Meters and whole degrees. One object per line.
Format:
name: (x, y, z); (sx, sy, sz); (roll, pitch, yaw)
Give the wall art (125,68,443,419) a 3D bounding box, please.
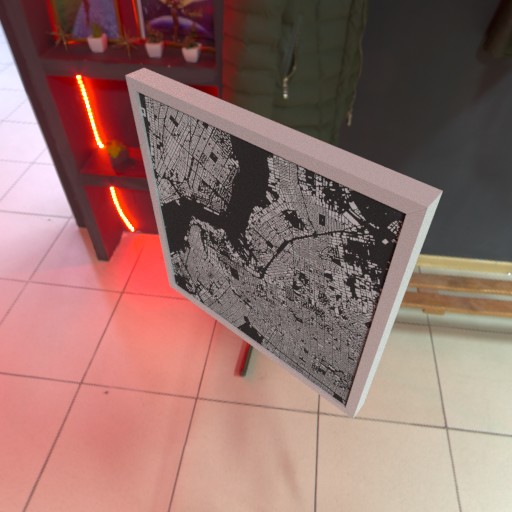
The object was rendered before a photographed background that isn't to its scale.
wall art: (0.000, 0.000, 0.771); (0.506, 0.506, 0.038); (31, 53, 27)
